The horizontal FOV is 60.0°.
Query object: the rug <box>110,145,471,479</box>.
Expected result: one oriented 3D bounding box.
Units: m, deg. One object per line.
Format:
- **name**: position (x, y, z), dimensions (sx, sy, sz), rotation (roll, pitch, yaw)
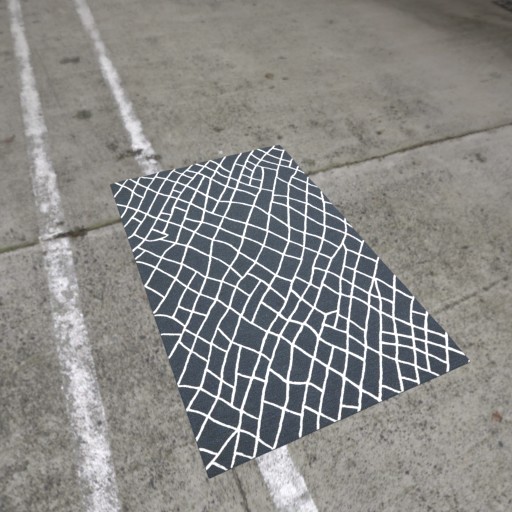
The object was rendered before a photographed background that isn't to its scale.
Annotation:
- **rug**: position (0.000, 0.000, 3.017), dimensions (1.529, 0.017, 2.448), rotation (-17, 48, -16)
